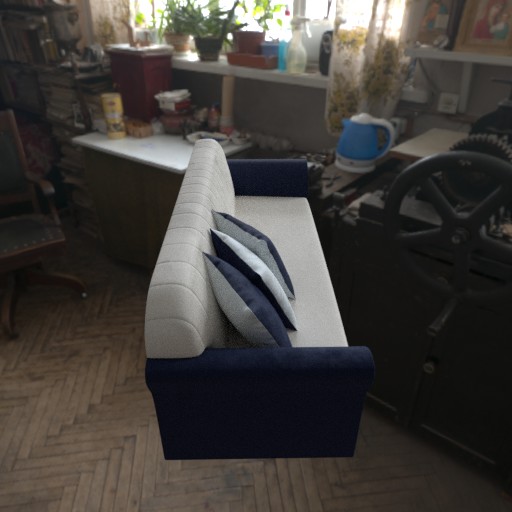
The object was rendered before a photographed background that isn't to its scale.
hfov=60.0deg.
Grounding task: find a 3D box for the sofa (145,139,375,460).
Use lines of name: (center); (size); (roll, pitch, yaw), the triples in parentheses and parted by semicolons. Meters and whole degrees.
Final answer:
sofa: (0.000, 0.000, 2.364); (0.749, 0.789, 2.006); (-1, 32, -1)
